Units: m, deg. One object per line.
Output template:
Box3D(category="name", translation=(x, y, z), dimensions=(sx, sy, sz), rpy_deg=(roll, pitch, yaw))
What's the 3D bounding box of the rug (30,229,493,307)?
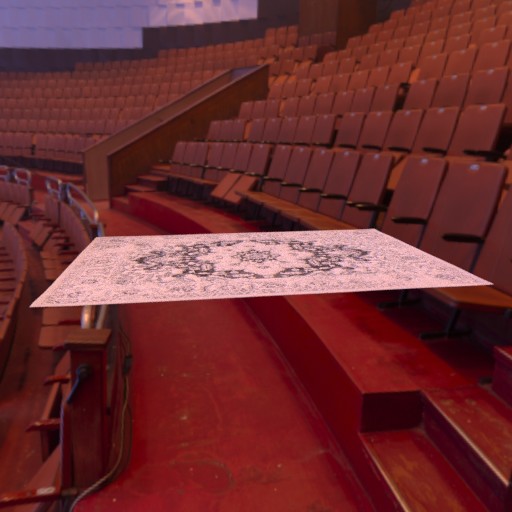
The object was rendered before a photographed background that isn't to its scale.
Box3D(category="rug", translation=(0.000, 0.000, 2.283), dimensions=(1.813, 0.008, 1.223), rpy_deg=(-2, 15, -8))
